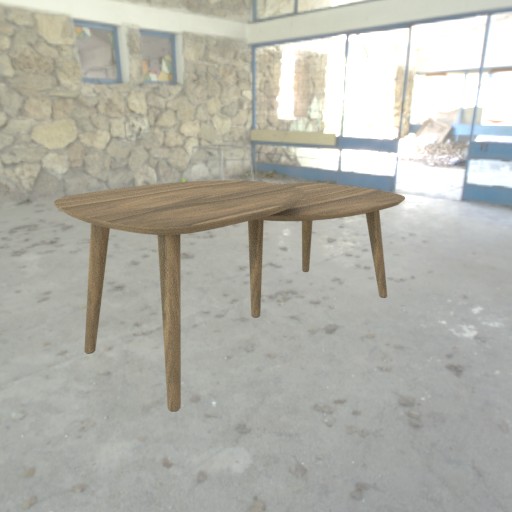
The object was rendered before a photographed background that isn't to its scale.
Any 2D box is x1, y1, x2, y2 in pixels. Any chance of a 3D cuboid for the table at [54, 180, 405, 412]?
[{"bbox_3d":[0.000,0.000,1.376,1.084,0.429,0.527,-17,24,-42],"label":"table"}]
